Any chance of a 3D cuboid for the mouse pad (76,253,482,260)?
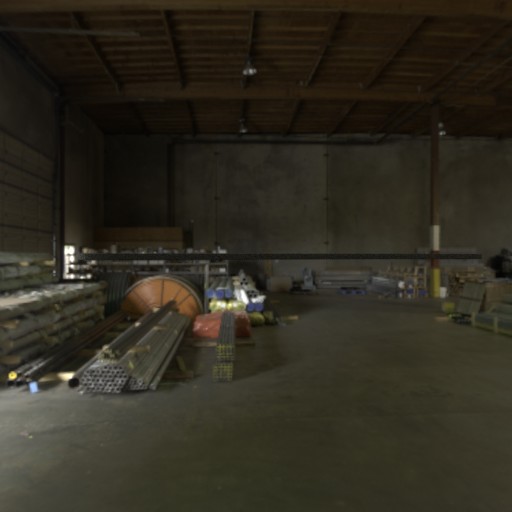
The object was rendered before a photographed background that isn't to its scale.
[{"bbox_3d":[0.000,0.000,0.319,0.229,0.003,0.203,0,0,-18],"label":"mouse pad"}]
